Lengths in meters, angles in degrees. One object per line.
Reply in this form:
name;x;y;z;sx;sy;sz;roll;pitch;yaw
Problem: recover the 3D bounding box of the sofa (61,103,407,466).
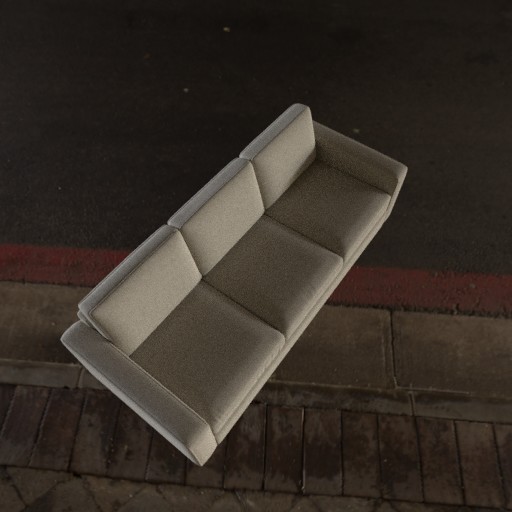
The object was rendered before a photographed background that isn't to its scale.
sofa;0.000;0.000;2.688;0.900;0.800;2.160;32;63;19
